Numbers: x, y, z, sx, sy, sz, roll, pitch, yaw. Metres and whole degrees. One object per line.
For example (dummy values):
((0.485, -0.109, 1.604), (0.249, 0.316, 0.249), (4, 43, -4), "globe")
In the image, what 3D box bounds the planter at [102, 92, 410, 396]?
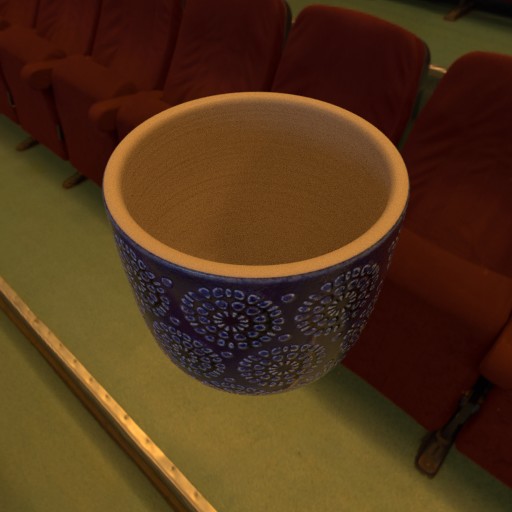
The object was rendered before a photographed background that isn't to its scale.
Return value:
((0.000, 0.000, 0.294), (0.165, 0.149, 0.165), (0, 47, 0), "planter")
